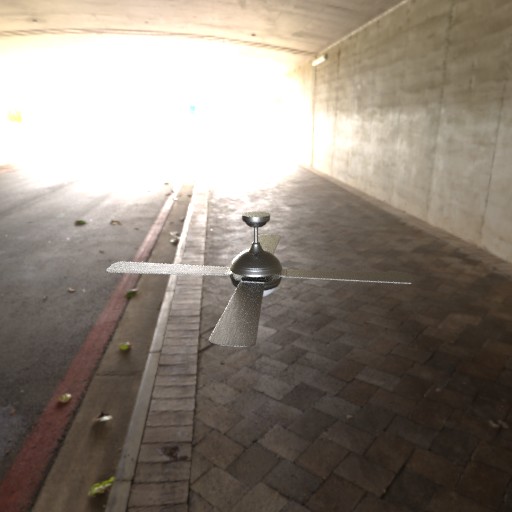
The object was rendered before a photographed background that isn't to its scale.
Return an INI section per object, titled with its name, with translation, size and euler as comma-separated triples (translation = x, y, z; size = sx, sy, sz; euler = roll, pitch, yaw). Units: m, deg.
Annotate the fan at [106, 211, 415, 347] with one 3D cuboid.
[fan]
translation = 0.000, 0.000, 1.990
size = 1.321, 0.381, 1.321
euler = 9, 19, 26
